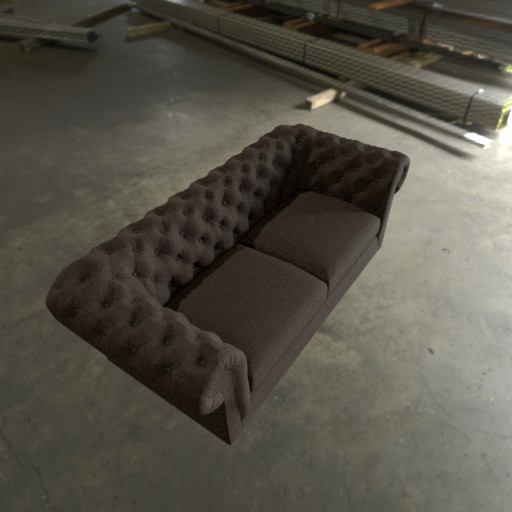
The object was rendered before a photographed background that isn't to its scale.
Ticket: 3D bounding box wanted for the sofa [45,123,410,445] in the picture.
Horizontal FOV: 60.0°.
[{"bbox_3d":[0.000,0.000,2.509,0.944,0.780,2.048,25,47,25],"label":"sofa"}]
